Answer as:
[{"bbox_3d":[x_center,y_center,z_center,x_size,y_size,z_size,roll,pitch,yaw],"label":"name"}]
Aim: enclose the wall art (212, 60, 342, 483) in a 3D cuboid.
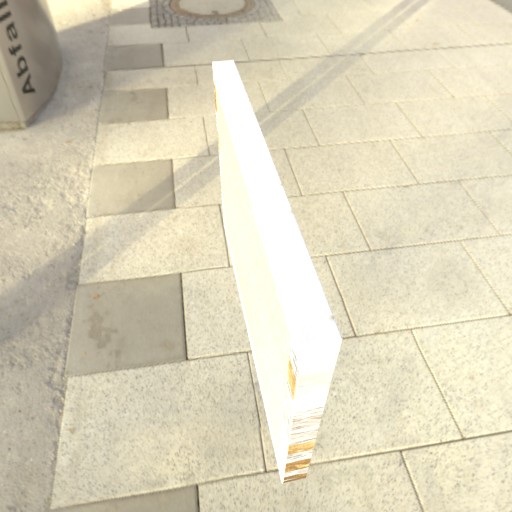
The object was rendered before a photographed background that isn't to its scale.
[{"bbox_3d":[0.000,0.000,0.755,0.041,0.407,0.606,-9,48,-8],"label":"wall art"}]
